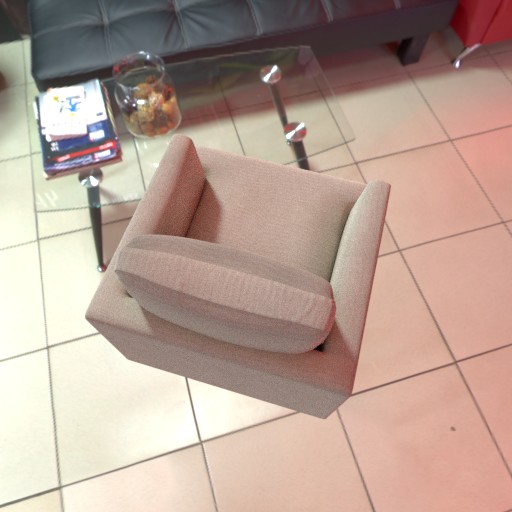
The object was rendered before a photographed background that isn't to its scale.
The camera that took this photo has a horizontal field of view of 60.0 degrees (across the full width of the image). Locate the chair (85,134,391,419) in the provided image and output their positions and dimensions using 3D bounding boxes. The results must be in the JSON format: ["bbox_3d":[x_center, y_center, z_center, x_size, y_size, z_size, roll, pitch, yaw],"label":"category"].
[{"bbox_3d":[0.000,0.000,1.649,0.858,0.957,0.899,15,64,7],"label":"chair"}]
